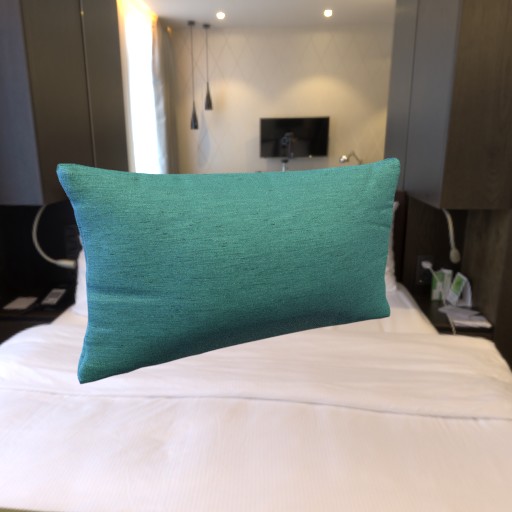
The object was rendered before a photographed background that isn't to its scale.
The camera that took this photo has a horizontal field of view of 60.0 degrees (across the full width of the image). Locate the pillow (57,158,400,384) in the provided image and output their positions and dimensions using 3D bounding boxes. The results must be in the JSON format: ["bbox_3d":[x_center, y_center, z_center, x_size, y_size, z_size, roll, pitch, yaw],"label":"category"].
[{"bbox_3d":[0.000,0.000,0.798,0.633,0.338,0.210,-7,16,-26],"label":"pillow"}]
